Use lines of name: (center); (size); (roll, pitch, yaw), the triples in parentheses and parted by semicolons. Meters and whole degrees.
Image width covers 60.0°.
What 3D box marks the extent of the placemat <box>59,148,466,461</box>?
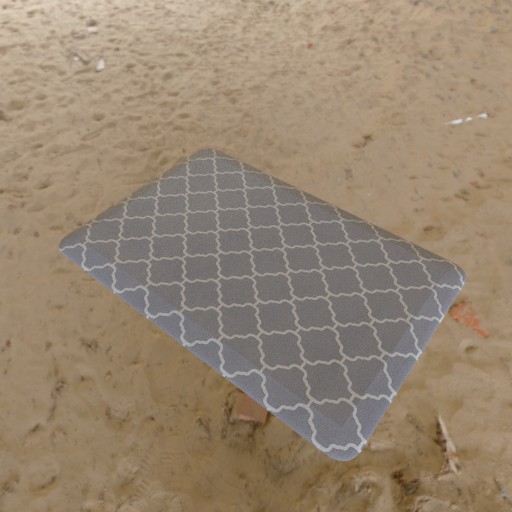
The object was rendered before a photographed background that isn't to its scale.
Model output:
placemat: (0.000, 0.000, 0.959); (0.762, 0.021, 0.508); (30, 54, 25)
